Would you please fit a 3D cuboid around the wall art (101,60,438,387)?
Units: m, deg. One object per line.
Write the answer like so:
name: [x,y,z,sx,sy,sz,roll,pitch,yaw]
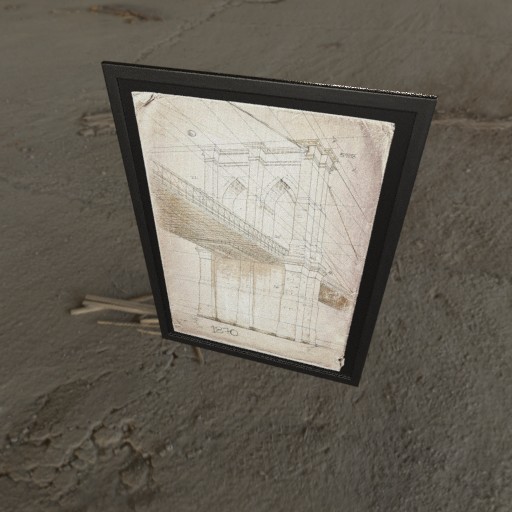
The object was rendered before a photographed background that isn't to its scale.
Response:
wall art: [0.000,0.000,1.223,0.707,0.967,0.013,11,43,12]
